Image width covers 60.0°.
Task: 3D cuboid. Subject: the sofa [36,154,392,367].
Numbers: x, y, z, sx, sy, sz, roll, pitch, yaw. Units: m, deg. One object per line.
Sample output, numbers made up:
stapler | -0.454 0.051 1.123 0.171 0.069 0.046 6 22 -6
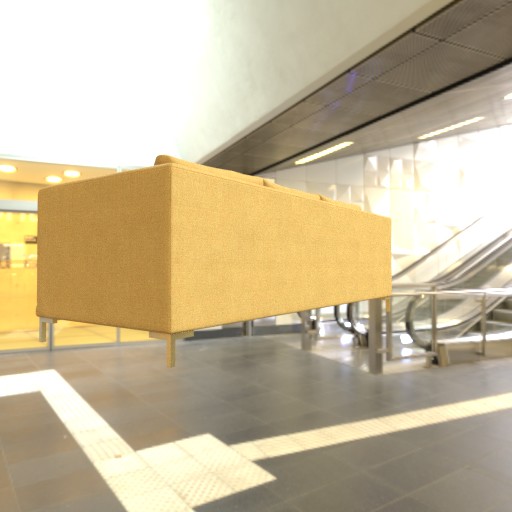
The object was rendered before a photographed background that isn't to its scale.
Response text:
sofa | 0.000 0.000 2.882 0.969 0.867 2.415 -1 -1 36
